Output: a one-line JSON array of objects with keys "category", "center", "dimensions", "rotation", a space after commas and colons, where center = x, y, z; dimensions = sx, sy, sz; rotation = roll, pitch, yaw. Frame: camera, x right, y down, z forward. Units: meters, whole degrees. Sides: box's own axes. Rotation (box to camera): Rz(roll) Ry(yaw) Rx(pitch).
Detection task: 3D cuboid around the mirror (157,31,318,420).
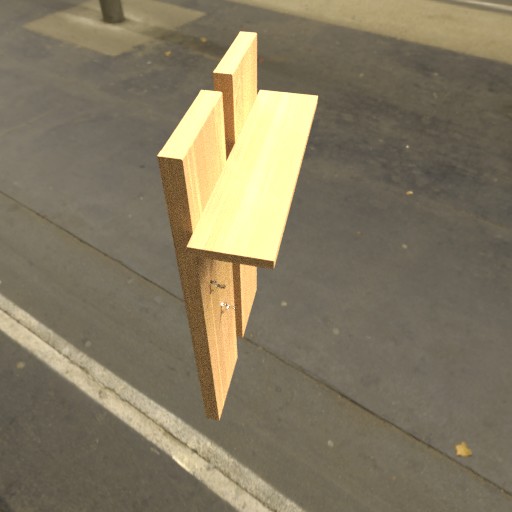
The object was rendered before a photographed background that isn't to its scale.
[{"category": "mirror", "center": [0.000, 0.000, 1.578], "dimensions": [0.260, 1.250, 0.800], "rotation": [9, 47, 9]}]
